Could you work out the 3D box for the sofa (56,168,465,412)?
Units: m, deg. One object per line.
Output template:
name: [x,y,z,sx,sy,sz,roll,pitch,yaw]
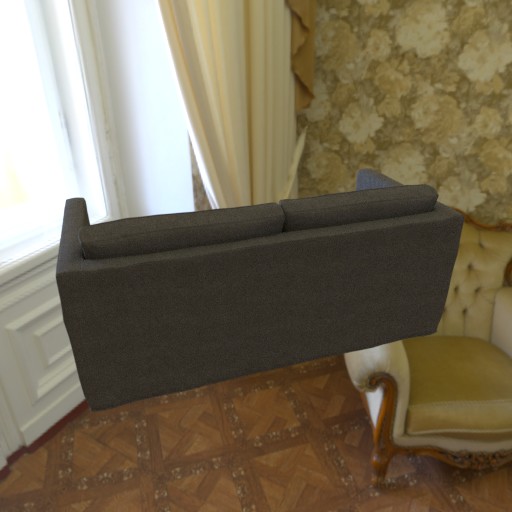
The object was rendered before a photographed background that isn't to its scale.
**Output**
sofa: [0.000,0.000,2.498,1.982,0.855,0.953,-9,28,-16]
